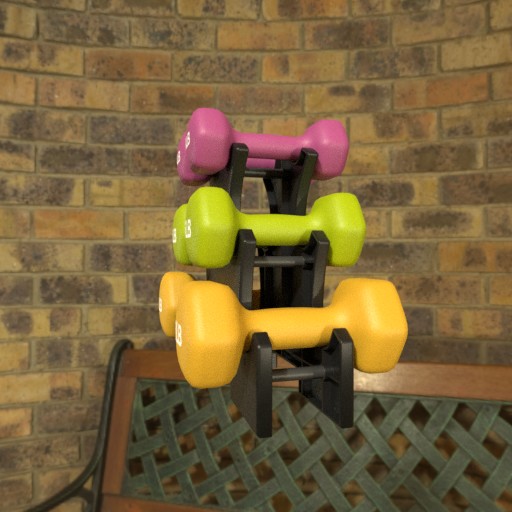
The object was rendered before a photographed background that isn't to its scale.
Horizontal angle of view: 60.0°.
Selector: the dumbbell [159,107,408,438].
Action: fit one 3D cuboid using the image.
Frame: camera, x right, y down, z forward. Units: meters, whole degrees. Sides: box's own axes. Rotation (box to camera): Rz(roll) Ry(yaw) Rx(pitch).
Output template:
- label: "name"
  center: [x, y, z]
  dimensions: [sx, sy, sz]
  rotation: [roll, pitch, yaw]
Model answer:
- label: "dumbbell"
  center: [0.000, 0.000, 0.476]
  dimensions: [0.190, 0.271, 0.300]
  rotation: [0, 0, -16]
